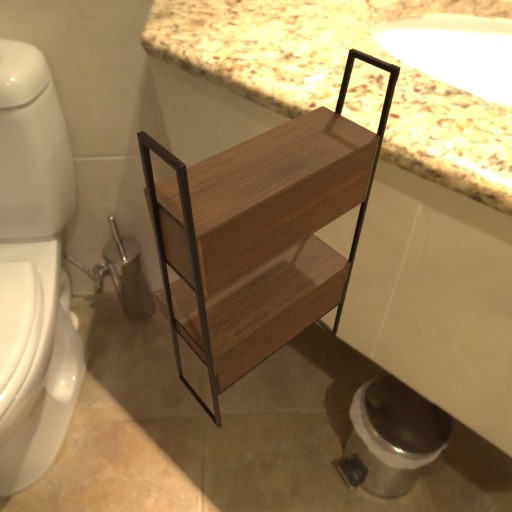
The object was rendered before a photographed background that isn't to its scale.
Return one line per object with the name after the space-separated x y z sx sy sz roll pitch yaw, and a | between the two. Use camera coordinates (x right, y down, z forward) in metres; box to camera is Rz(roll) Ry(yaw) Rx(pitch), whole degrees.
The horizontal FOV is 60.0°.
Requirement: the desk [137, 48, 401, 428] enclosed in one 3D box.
0.000 0.000 2.228 0.982 1.809 0.515 -31 54 -26 | desk
